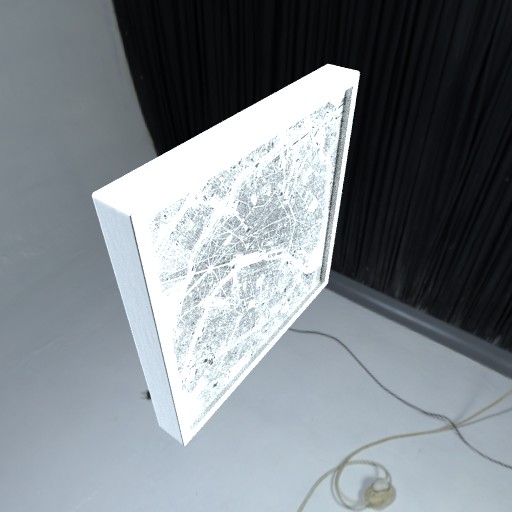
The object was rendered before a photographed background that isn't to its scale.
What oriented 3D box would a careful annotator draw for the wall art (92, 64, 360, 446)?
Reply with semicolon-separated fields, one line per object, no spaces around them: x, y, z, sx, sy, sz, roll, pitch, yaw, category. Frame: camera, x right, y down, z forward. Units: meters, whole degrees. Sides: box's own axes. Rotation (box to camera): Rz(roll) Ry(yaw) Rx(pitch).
0.000;0.000;0.468;0.038;0.305;0.305;26;48;26;wall art
